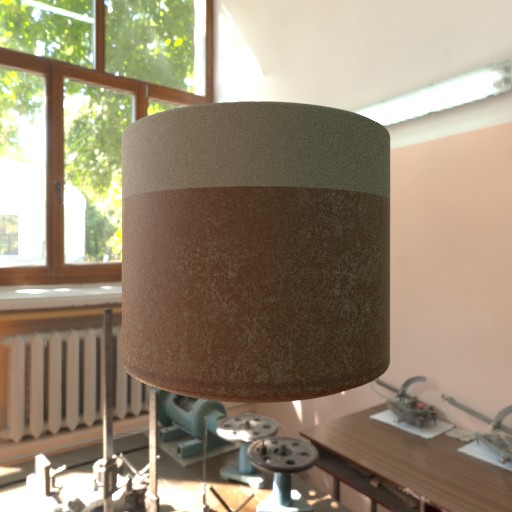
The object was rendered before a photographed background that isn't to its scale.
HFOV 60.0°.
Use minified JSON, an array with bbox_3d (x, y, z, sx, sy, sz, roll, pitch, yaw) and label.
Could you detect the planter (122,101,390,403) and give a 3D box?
[{"bbox_3d":[0.000,0.000,0.274,0.159,0.138,0.159,0,0,0],"label":"planter"}]
